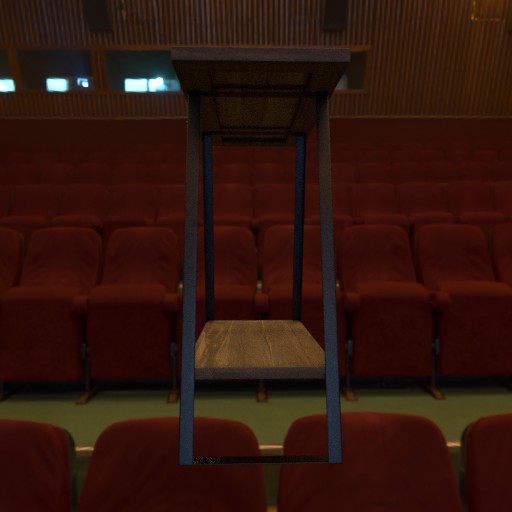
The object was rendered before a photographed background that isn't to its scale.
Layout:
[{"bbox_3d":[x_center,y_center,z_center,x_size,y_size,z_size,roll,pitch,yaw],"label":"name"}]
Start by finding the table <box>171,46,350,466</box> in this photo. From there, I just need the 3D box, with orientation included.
[{"bbox_3d":[0.000,0.000,1.040,0.300,0.701,0.599,0,1,-2],"label":"table"}]
